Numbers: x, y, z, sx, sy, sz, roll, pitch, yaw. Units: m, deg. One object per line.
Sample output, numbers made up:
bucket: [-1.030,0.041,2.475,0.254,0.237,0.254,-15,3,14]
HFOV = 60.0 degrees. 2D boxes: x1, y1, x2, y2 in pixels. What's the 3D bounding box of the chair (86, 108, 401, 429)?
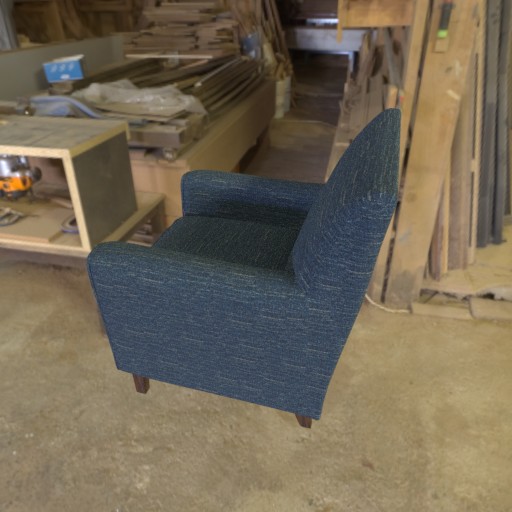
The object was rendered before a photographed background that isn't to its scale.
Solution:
chair: [0.000,0.000,1.624,0.873,0.928,0.864,8,32,14]
